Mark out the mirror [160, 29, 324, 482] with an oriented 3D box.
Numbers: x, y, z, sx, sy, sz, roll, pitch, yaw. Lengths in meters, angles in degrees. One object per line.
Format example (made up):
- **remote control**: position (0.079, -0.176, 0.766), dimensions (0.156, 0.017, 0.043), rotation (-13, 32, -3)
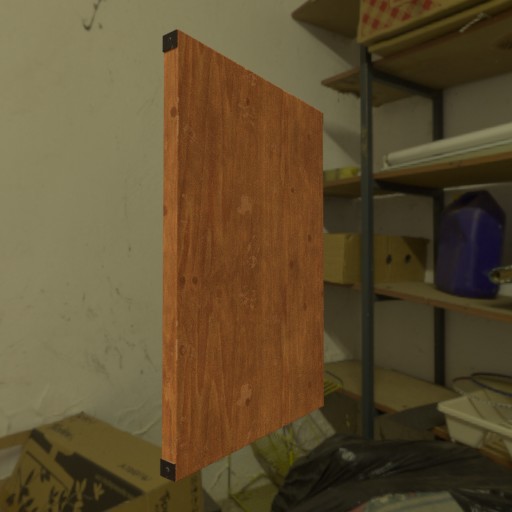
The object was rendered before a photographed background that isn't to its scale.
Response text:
- **mirror**: position (0.000, 0.000, 0.962), dimensions (0.053, 0.761, 0.517), rotation (-1, -2, 37)
